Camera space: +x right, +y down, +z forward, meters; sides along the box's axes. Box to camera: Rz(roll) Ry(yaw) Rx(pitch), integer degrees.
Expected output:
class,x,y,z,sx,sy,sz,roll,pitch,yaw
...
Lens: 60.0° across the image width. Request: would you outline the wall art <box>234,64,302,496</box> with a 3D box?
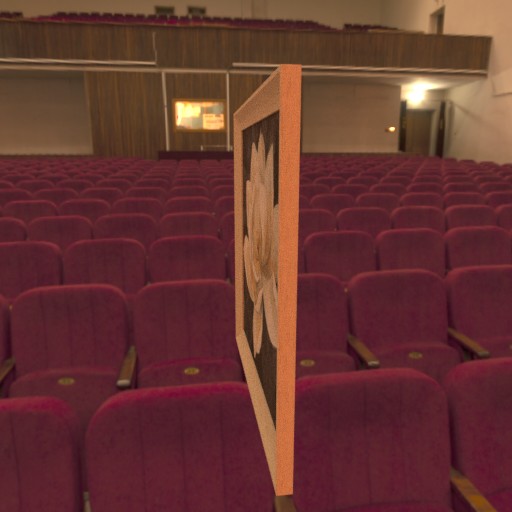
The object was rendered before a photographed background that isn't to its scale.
class,x,y,z,sx,sy,sz,roll,pitch,yaw
wall art,0.000,0.000,1.501,0.045,1.016,1.016,-2,12,-8
